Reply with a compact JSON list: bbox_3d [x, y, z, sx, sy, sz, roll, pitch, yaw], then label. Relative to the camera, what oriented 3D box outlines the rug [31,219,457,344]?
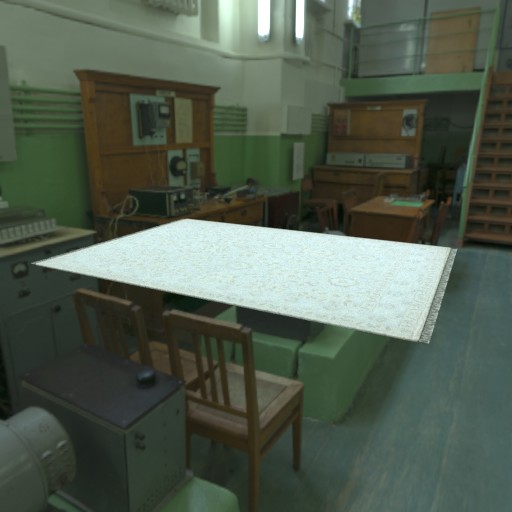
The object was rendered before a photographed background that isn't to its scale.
[{"bbox_3d":[0.000,0.000,2.790,2.233,0.011,1.514,8,18,26],"label":"rug"}]
